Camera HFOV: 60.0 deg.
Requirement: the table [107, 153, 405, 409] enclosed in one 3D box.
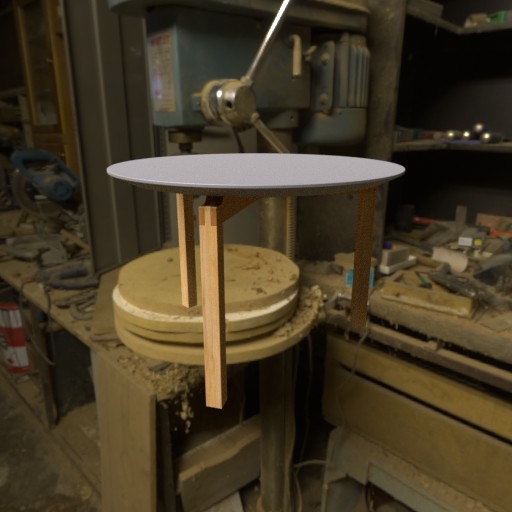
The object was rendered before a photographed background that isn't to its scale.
[{"bbox_3d":[0.000,0.000,0.996,0.600,0.405,0.600,0,17,0],"label":"table"}]
